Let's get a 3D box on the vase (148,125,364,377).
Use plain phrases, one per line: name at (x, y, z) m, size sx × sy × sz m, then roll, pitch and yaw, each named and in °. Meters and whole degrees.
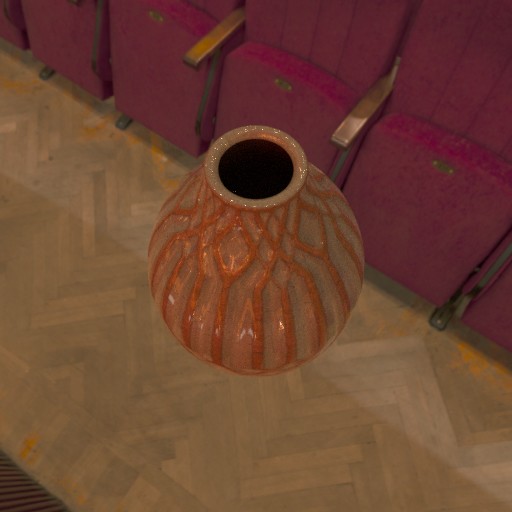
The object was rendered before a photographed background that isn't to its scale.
vase at (0.000, 0.000, 0.264) m, size 0.131 × 0.175 × 0.131 m, roll 0°, pitch 64°, yaw 0°
